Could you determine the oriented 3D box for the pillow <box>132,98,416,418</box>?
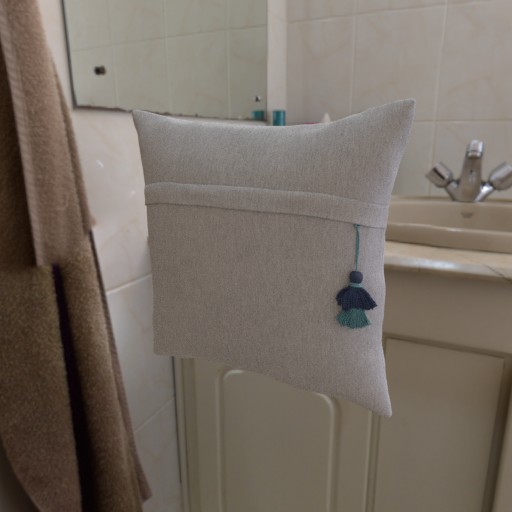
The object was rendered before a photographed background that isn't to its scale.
[{"bbox_3d":[0.000,0.000,0.677,0.433,0.436,0.173,7,16,26],"label":"pillow"}]
